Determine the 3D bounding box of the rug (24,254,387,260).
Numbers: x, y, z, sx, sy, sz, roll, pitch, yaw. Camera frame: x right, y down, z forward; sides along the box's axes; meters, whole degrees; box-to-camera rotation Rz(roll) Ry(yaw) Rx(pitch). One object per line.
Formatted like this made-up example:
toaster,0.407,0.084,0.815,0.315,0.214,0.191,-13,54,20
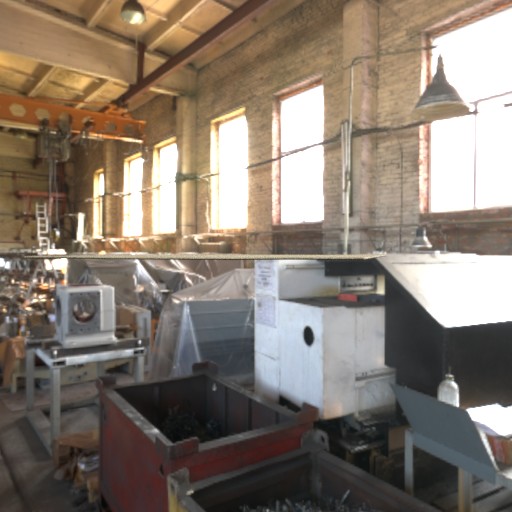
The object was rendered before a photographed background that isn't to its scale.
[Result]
rug,0.000,0.000,5.126,2.782,0.025,3.935,0,0,19
